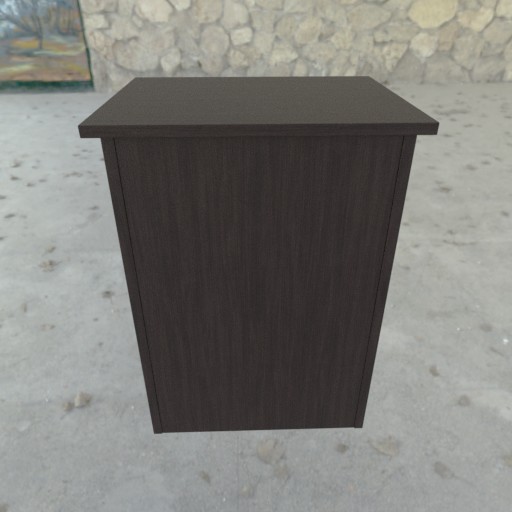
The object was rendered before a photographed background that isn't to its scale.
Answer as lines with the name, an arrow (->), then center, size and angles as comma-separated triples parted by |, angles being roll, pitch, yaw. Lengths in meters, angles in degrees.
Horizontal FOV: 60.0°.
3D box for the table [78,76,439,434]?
table -> 0.000, 0.000, 0.913 | 0.480, 0.635, 0.381 | -1, 31, -2
